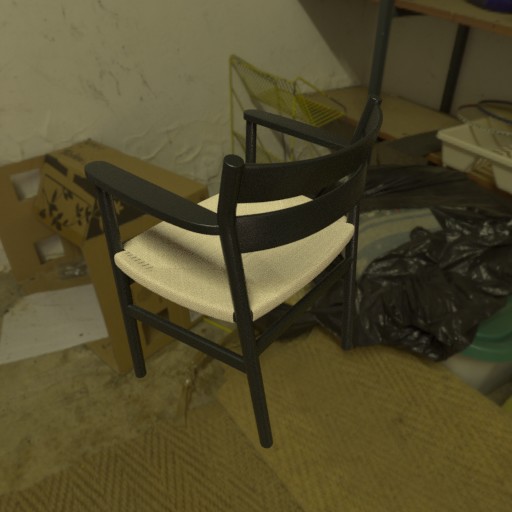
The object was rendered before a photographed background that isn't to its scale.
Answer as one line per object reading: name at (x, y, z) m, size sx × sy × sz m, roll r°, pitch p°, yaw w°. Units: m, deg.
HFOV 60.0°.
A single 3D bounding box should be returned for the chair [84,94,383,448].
chair at (0.000, 0.000, 1.181) m, size 0.508 × 0.775 × 0.630 m, roll 22°, pitch 39°, yaw 31°
